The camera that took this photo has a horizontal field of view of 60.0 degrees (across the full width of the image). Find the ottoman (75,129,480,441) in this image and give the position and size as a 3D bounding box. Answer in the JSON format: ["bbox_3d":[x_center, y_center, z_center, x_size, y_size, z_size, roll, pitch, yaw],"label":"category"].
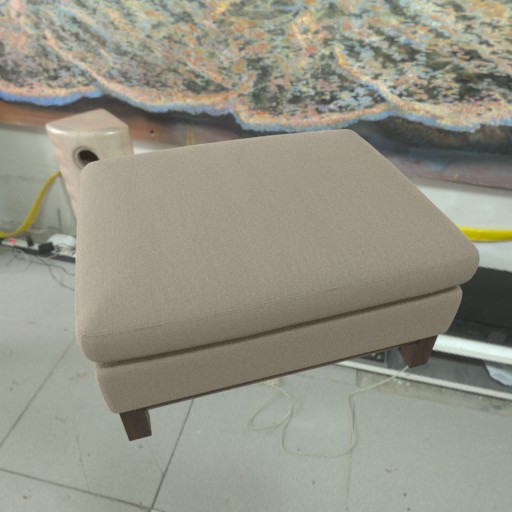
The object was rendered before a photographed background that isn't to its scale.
[{"bbox_3d":[0.000,0.000,1.077,0.771,0.420,0.606,-10,41,-12],"label":"ottoman"}]
